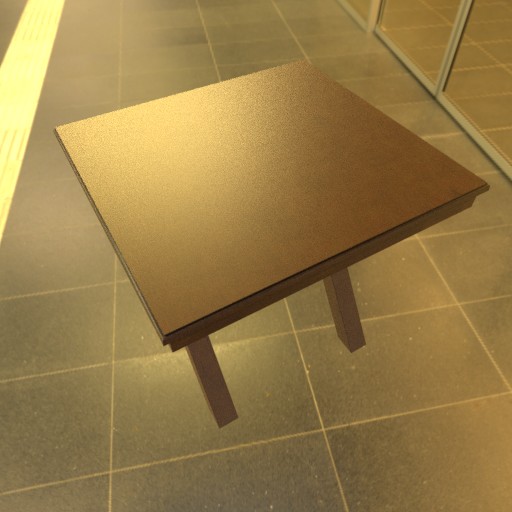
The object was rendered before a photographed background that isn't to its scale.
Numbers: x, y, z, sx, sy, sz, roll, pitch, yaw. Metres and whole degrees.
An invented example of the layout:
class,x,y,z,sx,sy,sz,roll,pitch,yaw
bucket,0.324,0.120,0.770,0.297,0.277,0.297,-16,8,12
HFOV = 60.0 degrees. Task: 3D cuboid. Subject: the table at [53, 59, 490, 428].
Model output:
class,x,y,z,sx,sy,sz,roll,pitch,yaw
table,0.000,0.000,1.022,0.602,0.562,0.560,-24,52,-20
